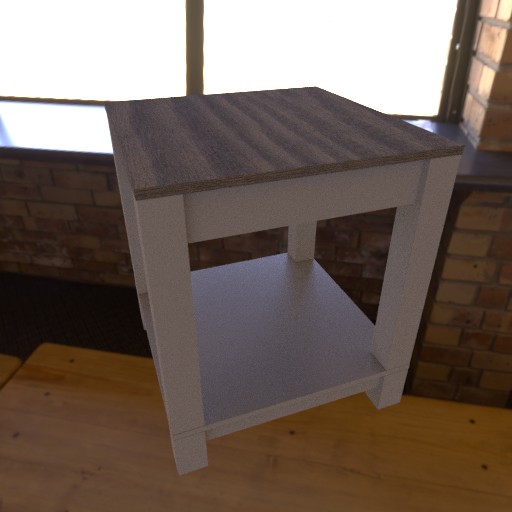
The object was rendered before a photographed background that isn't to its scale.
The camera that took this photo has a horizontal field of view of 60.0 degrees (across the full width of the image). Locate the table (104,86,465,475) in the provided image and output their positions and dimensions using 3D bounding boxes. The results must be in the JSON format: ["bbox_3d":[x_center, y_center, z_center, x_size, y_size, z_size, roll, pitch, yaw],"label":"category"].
[{"bbox_3d":[0.000,0.000,0.969,0.504,0.587,0.506,-11,33,-17],"label":"table"}]
